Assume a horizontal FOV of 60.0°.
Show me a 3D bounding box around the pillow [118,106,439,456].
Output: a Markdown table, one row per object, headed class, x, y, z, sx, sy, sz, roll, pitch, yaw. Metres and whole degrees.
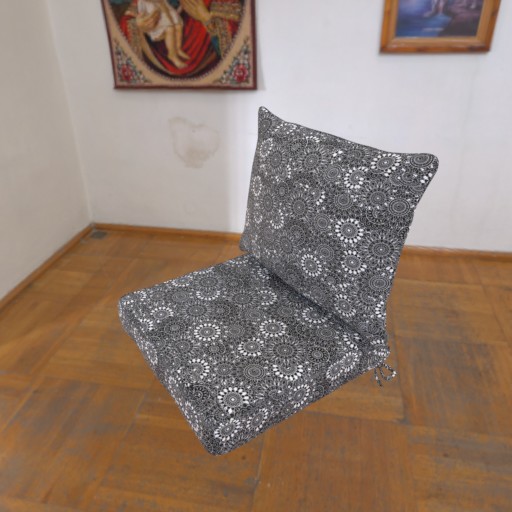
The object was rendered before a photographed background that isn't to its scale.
| class | x | y | z | sx | sy | sz | roll | pitch | yaw |
| --- | --- | --- | --- | --- | --- | --- | --- | --- | --- |
| pillow | 0.000 | 0.000 | 1.380 | 0.740 | 0.722 | 0.798 | -19 | 35 | -30 |
